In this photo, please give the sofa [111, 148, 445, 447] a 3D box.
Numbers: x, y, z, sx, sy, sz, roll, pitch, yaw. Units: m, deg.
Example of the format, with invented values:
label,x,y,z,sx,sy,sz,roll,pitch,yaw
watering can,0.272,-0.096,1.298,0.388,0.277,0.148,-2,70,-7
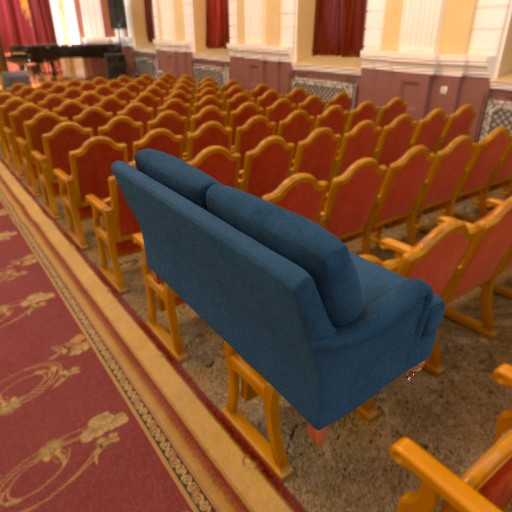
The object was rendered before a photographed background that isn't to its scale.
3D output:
label,x,y,z,sx,sy,sz,roll,pitch,yaw
sofa,0.000,0.000,2.856,1.084,1.101,2.141,-18,32,-31
